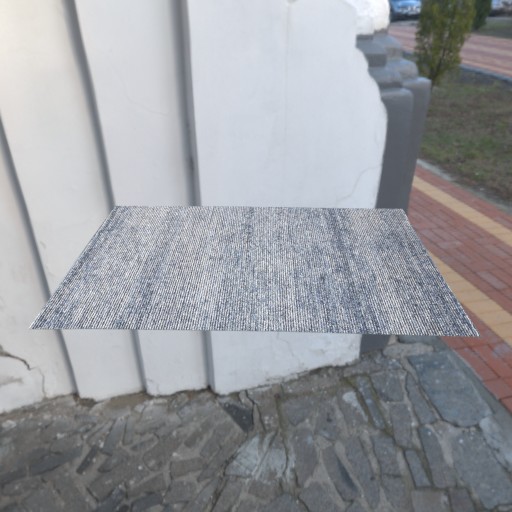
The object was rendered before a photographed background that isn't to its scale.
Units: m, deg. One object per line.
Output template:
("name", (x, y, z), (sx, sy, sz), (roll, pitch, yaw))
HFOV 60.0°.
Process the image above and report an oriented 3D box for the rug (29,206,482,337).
("rug", (0.000, 0.000, 2.180), (1.740, 0.010, 1.135), (1, 31, 1))
